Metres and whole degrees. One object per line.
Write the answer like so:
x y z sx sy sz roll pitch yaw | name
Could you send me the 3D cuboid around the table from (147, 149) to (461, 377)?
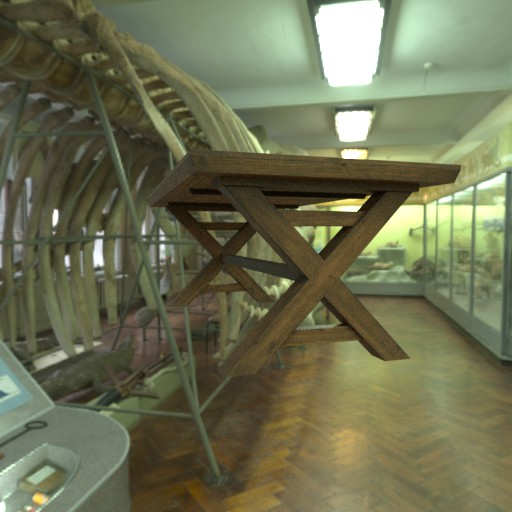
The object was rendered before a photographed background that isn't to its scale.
0.000 0.000 2.540 1.071 0.793 1.966 -1 3 -18 | table
